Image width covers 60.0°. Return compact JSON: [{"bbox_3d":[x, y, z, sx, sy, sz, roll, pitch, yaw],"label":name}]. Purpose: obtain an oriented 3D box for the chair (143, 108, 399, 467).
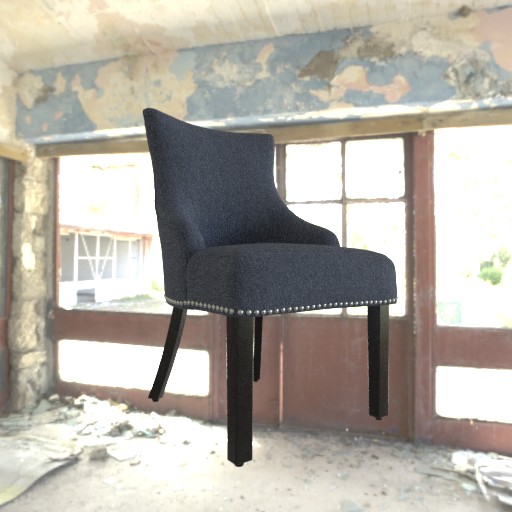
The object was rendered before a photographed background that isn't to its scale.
[{"bbox_3d":[0.000,0.000,1.306,0.566,0.909,0.629,1,-1,-37],"label":"chair"}]
